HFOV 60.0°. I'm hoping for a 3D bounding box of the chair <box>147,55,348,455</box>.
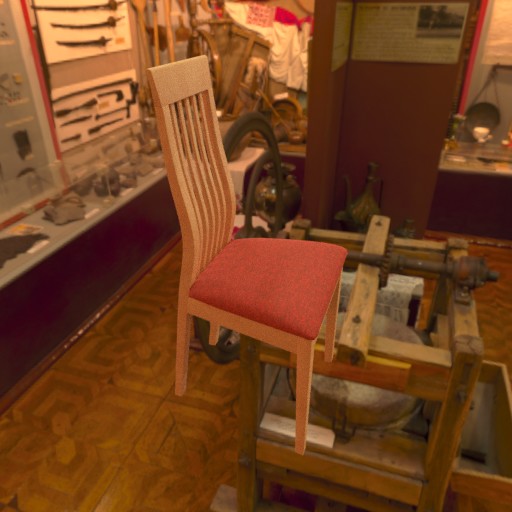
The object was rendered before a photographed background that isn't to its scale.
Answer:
[{"bbox_3d":[0.000,0.000,1.288,0.474,1.027,0.460,10,32,17],"label":"chair"}]
